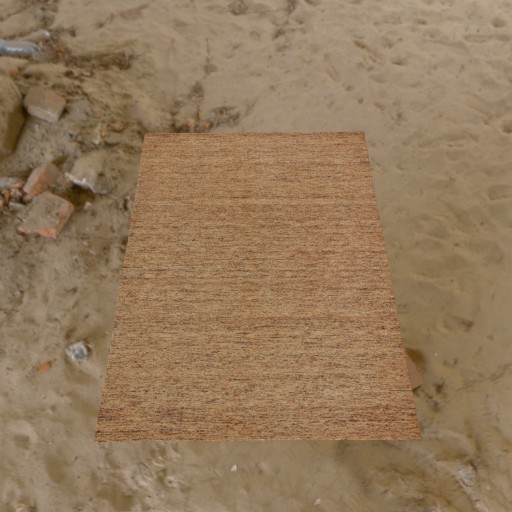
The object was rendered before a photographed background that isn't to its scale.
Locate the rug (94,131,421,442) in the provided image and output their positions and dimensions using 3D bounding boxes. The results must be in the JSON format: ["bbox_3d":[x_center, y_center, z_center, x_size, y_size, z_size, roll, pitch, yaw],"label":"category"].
[{"bbox_3d":[0.000,0.000,4.117,2.438,0.012,3.200,0,59,0],"label":"rug"}]
